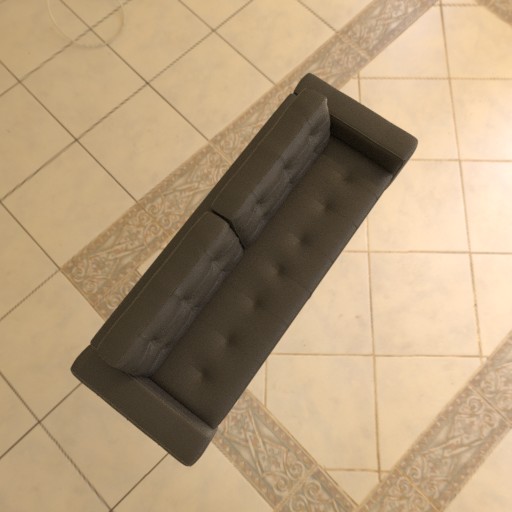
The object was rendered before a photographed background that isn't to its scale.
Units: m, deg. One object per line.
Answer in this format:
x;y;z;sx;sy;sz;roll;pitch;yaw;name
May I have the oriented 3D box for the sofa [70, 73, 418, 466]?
0.000;0.000;2.670;0.833;0.893;2.275;35;78;8;sofa
